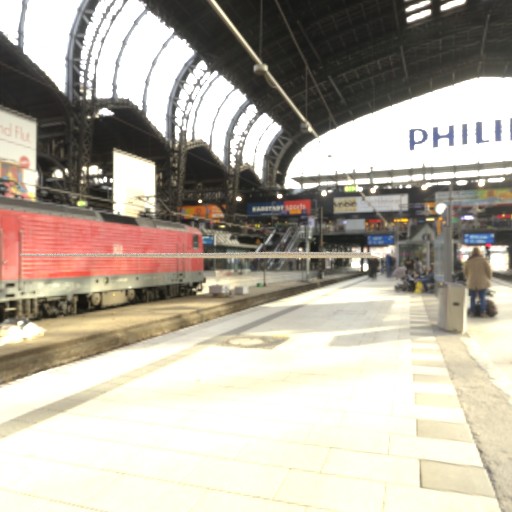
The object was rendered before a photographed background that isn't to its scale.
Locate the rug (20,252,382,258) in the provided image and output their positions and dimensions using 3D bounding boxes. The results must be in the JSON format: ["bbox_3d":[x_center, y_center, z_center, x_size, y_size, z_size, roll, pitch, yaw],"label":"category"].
[{"bbox_3d":[0.000,0.000,2.291,1.232,0.015,1.825,0,-1,17],"label":"rug"}]
